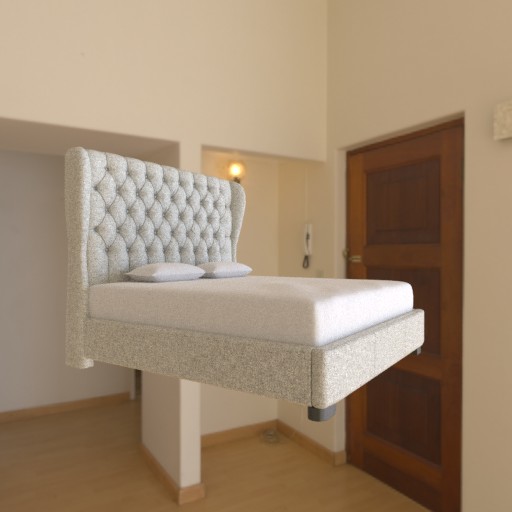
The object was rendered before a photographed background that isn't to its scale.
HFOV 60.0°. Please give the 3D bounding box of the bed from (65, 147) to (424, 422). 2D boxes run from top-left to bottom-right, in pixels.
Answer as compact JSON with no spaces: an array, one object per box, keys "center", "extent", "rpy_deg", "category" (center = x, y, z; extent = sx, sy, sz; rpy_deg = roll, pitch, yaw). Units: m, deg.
[{"center":[0.000,0.000,3.849],"extent":[2.347,1.771,2.219],"rpy_deg":[0,0,34],"category":"bed"}]
